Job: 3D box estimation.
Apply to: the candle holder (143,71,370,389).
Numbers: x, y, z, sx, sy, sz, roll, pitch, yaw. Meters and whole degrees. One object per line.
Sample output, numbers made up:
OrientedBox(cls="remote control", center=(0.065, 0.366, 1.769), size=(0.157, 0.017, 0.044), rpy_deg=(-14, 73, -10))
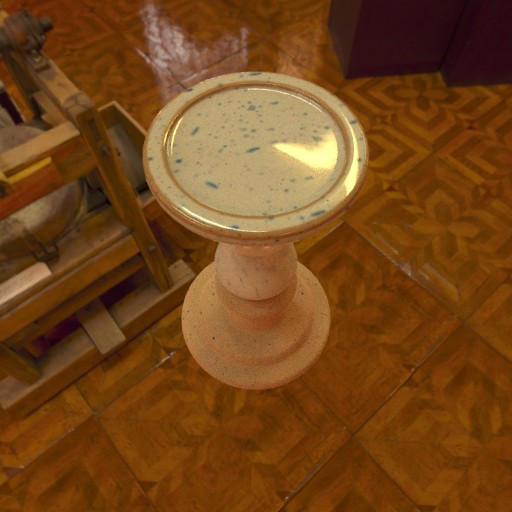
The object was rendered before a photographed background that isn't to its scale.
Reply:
OrientedBox(cls="candle holder", center=(0.000, 0.000, 0.288), size=(0.123, 0.202, 0.123), rpy_deg=(0, 59, 0))
